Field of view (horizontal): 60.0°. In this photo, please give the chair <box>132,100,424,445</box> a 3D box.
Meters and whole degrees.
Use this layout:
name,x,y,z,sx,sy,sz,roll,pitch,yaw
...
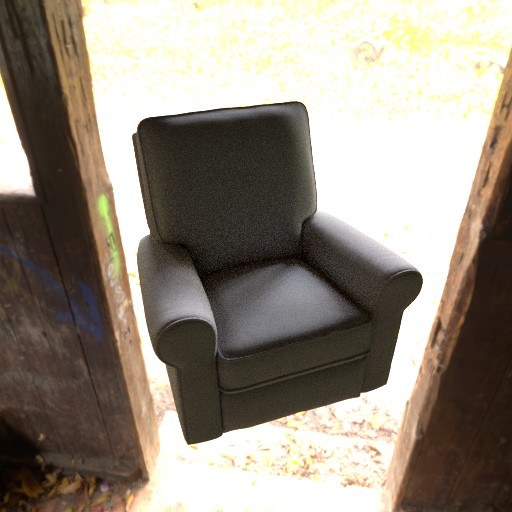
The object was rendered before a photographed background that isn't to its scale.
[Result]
name,x,y,z,sx,sy,sz,roll,pitch,yaw
chair,0.000,0.000,1.676,0.890,0.960,0.878,-11,35,-16
